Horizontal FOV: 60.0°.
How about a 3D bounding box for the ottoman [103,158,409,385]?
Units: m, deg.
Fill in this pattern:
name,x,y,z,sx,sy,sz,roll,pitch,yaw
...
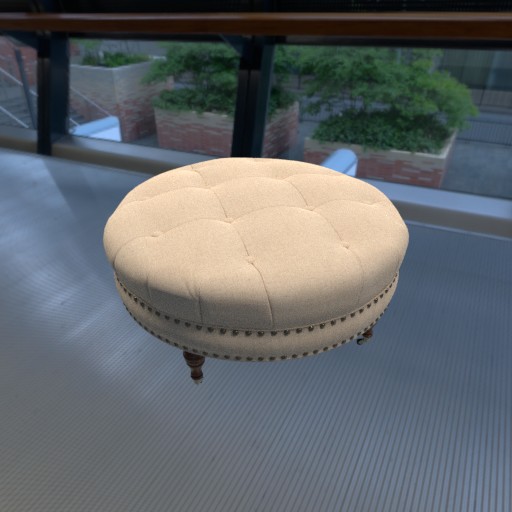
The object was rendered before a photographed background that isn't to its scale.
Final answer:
name,x,y,z,sx,sy,sz,roll,pitch,yaw
ottoman,0.000,0.000,1.490,0.940,0.483,0.940,0,30,0
